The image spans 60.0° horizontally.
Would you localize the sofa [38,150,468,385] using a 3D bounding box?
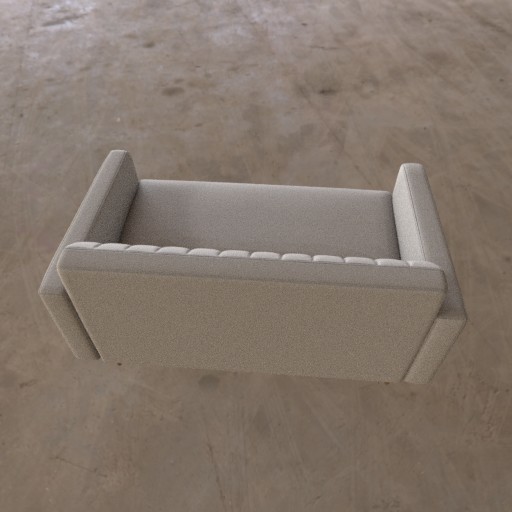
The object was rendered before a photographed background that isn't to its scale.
[{"bbox_3d":[0.000,0.000,2.089,1.585,0.801,0.950,3,48,3],"label":"sofa"}]
